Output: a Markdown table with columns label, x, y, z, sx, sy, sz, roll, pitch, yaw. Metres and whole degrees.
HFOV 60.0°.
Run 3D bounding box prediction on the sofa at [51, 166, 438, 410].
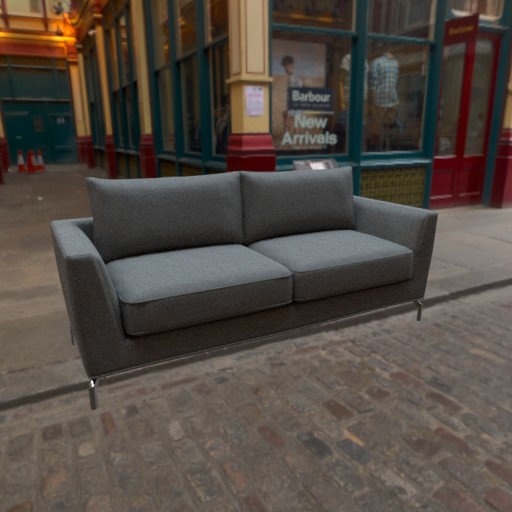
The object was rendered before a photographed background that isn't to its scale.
| label | x | y | z | sx | sy | sz | roll | pitch | yaw |
| --- | --- | --- | --- | --- | --- | --- | --- | --- | --- |
| sofa | 0.000 | 0.000 | 2.727 | 2.212 | 1.002 | 0.869 | -8 | 18 | -27 |
